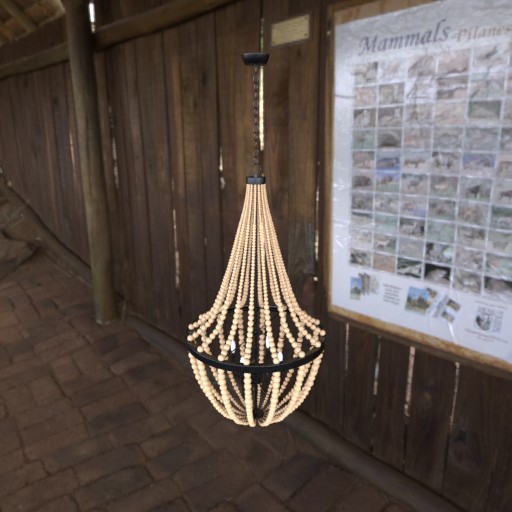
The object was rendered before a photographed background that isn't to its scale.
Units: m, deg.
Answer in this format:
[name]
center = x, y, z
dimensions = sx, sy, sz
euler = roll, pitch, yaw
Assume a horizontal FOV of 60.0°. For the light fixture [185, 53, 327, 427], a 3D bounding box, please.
[light fixture]
center = 0.000, 0.000, 1.357
dimensions = 0.450, 1.133, 0.450
euler = 0, 15, 0
